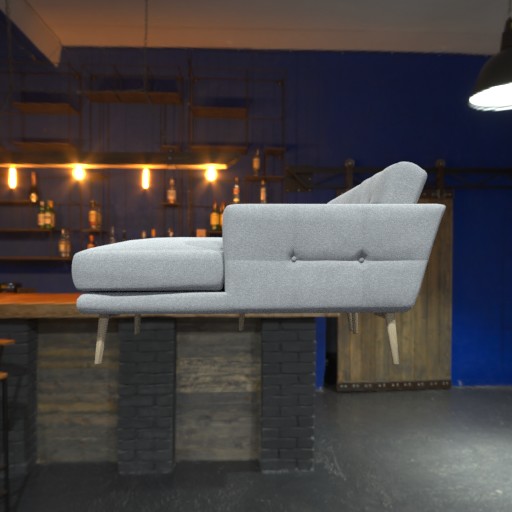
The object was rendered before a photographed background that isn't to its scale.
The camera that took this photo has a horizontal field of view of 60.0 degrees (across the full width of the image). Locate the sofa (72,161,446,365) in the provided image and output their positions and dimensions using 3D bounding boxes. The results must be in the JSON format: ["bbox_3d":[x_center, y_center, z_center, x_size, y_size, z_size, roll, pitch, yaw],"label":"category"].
[{"bbox_3d":[0.000,0.000,2.788,1.530,0.860,2.040,0,1,-1],"label":"sofa"}]
